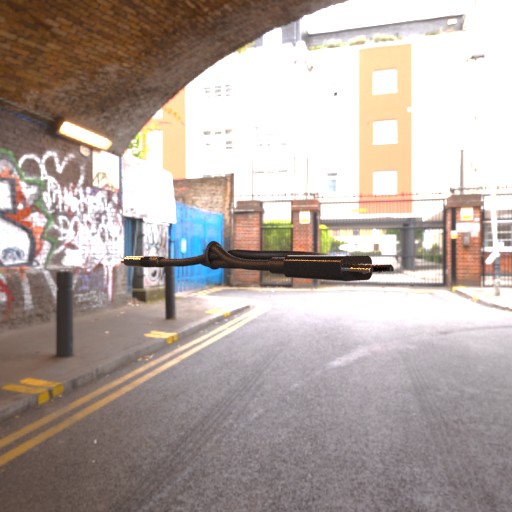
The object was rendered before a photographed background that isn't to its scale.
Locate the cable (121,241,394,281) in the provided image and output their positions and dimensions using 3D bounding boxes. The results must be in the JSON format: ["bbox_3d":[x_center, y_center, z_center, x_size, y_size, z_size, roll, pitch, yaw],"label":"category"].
[{"bbox_3d":[0.000,0.000,0.216,0.070,0.014,0.192,0,0,-37],"label":"cable"}]
